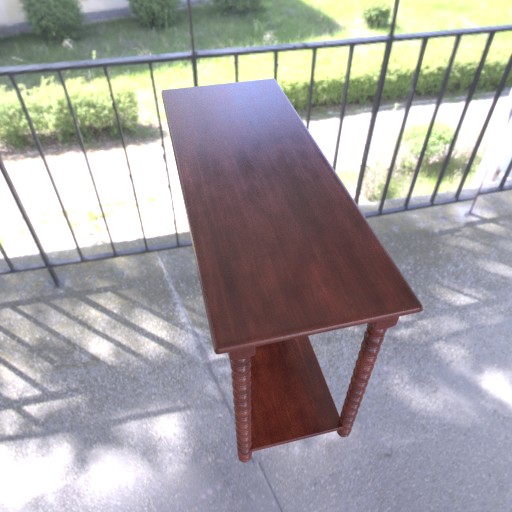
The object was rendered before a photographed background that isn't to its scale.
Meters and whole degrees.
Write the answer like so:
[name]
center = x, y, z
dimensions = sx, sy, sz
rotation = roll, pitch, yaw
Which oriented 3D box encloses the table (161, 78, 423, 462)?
[table]
center = 0.000, 0.000, 1.572
dimensions = 0.459, 0.740, 1.184
rotation = -10, 46, -10
